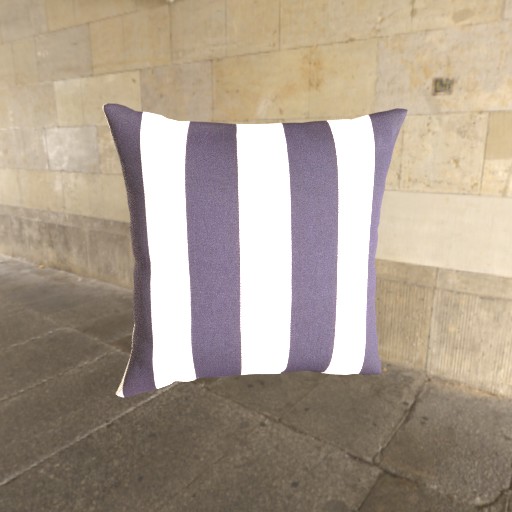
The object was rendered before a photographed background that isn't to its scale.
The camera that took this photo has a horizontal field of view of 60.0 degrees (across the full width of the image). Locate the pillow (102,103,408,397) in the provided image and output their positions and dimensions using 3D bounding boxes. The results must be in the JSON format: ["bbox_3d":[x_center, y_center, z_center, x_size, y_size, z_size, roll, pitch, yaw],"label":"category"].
[{"bbox_3d":[0.000,0.000,0.816,0.536,0.526,0.189,-2,14,-8],"label":"pillow"}]
